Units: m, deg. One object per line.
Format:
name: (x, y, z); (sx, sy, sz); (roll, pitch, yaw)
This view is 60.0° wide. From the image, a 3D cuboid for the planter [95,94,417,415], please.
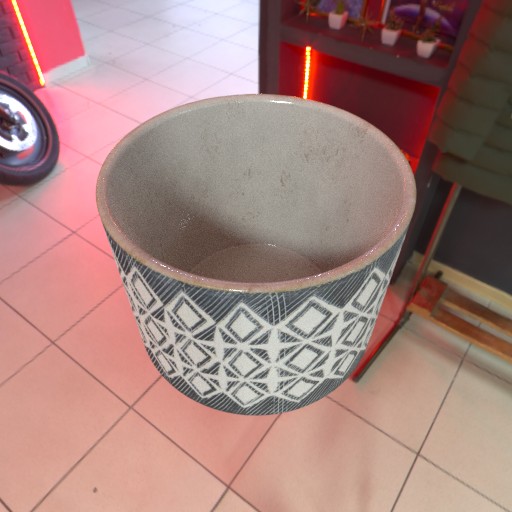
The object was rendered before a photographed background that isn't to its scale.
planter: (0.000, 0.000, 0.218); (0.126, 0.104, 0.126); (0, 47, 0)
